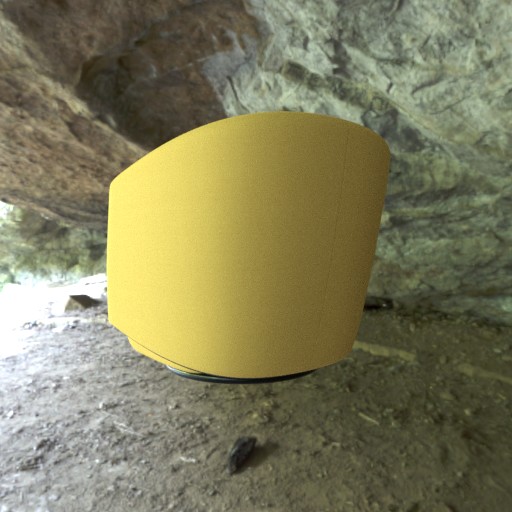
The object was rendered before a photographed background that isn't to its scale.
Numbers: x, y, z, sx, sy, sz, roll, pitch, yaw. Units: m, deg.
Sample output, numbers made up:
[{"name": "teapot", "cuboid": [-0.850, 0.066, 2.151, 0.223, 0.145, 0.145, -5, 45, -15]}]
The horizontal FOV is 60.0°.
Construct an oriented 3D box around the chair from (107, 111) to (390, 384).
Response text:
[{"name": "chair", "cuboid": [0.000, 0.000, 1.395, 0.773, 0.698, 0.767, 0, 0, -36]}]
